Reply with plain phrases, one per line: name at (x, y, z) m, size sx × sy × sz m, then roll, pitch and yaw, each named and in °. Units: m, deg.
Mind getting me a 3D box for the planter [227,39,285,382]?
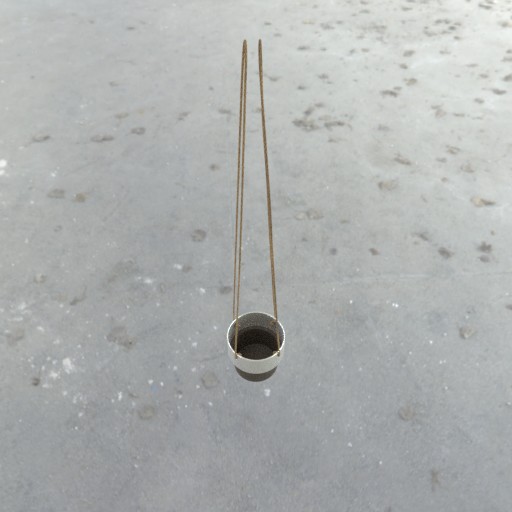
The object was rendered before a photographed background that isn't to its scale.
planter at (0.000, 0.000, 1.142) m, size 0.187 × 1.073 × 0.187 m, roll -3°, pitch 47°, yaw -3°
